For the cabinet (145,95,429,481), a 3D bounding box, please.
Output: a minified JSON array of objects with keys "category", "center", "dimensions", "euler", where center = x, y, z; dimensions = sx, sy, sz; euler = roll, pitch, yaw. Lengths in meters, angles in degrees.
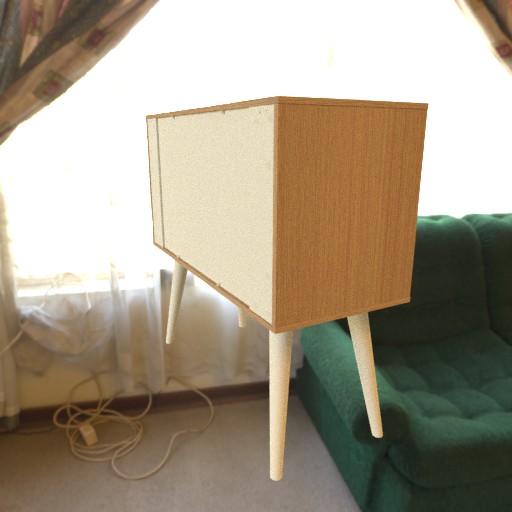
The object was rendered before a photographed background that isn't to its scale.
[{"category":"cabinet","center":[0.000,0.000,1.627],"dimensions":[0.470,1.016,1.057],"euler":[-8,17,-28]}]
